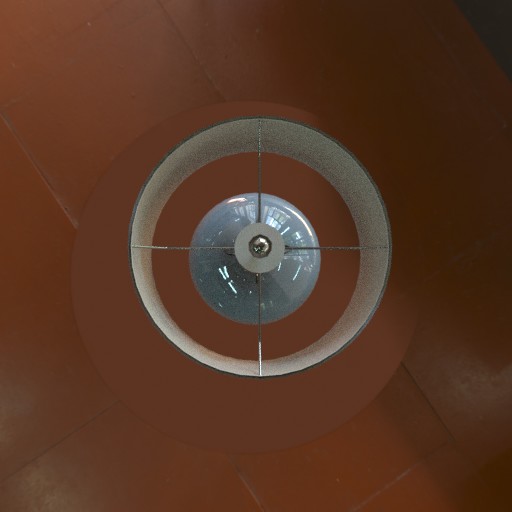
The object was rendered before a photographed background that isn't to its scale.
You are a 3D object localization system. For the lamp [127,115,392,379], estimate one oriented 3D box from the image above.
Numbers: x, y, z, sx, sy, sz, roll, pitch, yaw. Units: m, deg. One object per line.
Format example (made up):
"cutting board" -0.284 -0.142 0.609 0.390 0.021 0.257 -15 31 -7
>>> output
"lamp" 0.000 0.000 0.536 0.247 0.387 0.247 0 88 -1
